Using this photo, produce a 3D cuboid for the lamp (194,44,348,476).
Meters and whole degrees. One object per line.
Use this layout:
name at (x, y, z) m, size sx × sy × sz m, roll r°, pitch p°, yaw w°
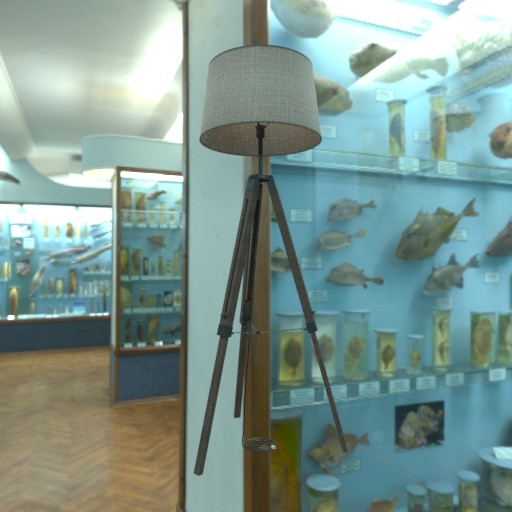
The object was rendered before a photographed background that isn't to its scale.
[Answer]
lamp at (0.000, 0.000, 1.834) m, size 0.604 × 1.510 × 0.587 m, roll 0°, pitch -1°, yaw -20°
